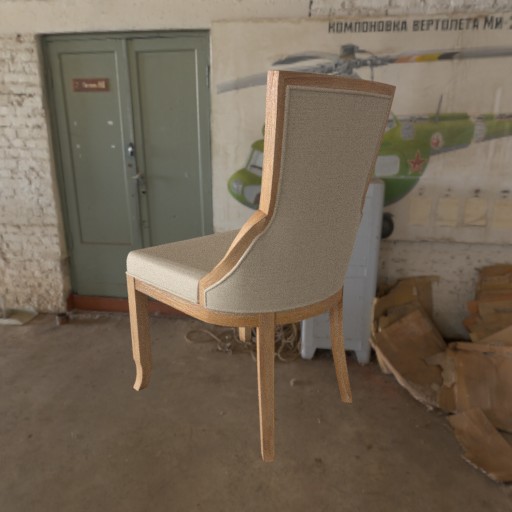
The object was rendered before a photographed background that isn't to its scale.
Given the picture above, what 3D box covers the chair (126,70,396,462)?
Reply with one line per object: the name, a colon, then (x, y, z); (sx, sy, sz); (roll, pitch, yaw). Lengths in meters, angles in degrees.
chair: (0.000, 0.000, 1.320); (0.641, 0.947, 0.524); (15, 22, 43)
